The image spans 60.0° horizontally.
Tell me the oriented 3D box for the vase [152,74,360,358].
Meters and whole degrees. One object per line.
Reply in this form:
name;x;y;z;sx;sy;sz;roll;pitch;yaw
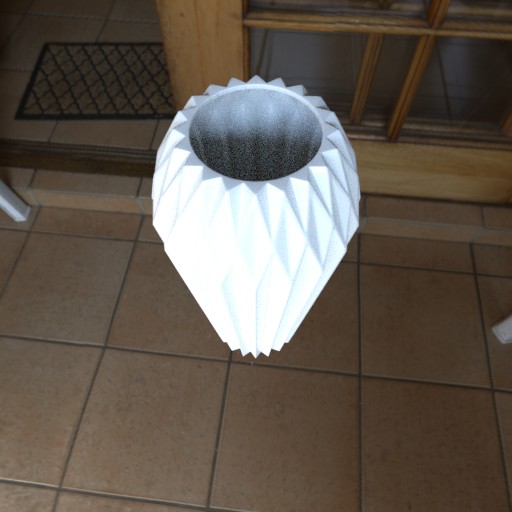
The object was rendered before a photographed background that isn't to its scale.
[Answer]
vase;0.000;0.000;0.346;0.133;0.263;0.133;0;60;0
